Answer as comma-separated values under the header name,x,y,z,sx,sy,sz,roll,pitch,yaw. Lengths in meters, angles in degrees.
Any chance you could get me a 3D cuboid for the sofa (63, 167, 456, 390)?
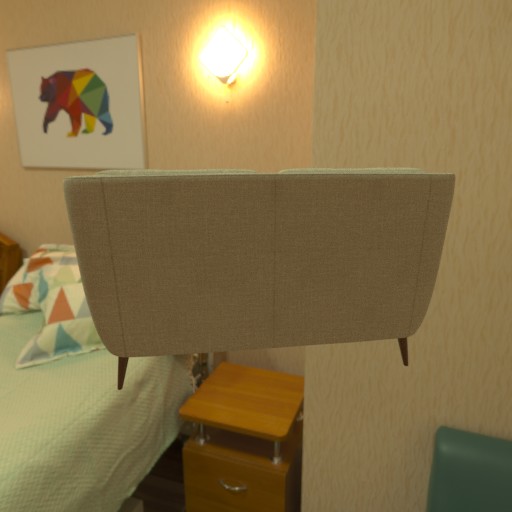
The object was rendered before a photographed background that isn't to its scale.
name,x,y,z,sx,sy,sz,roll,pitch,yaw
sofa,0.000,0.000,2.218,1.652,0.888,0.965,-2,14,-9
